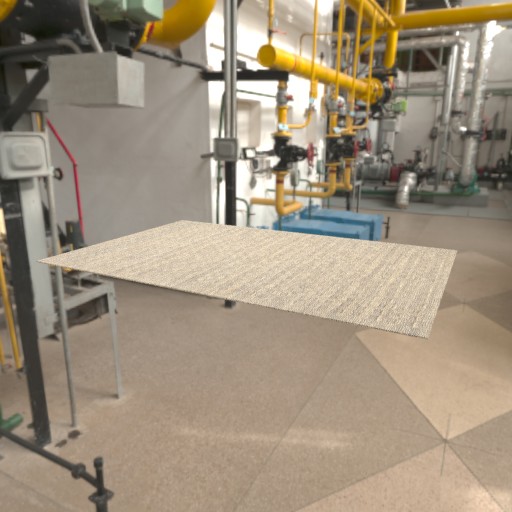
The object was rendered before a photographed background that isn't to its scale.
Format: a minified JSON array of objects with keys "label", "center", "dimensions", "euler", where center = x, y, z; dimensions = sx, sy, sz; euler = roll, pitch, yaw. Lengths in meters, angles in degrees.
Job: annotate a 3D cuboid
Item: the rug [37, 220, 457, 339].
[{"label":"rug","center":[0.000,0.000,2.197],"dimensions":[1.752,0.006,1.142],"euler":[8,18,27]}]
